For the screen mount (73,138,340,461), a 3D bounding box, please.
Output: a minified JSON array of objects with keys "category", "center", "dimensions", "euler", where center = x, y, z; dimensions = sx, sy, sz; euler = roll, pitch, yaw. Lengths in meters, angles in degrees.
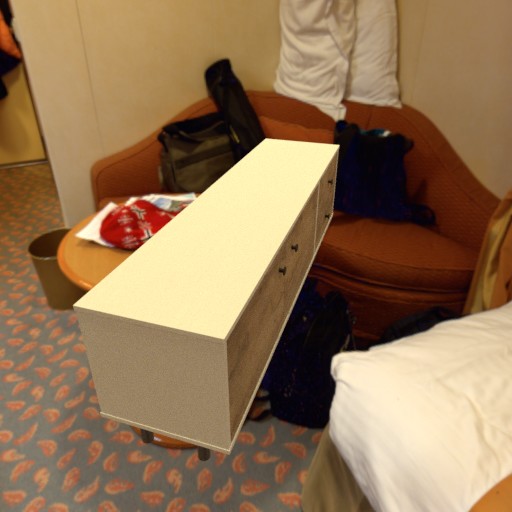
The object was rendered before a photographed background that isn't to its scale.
[{"category":"screen mount","center":[0.000,0.000,1.820],"dimensions":[0.418,0.520,1.600],"euler":[9,31,16]}]
